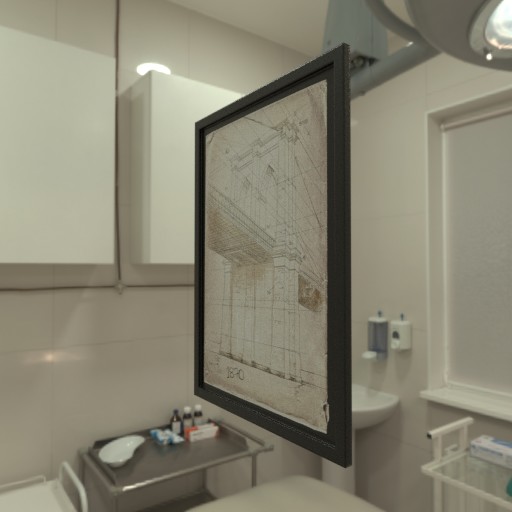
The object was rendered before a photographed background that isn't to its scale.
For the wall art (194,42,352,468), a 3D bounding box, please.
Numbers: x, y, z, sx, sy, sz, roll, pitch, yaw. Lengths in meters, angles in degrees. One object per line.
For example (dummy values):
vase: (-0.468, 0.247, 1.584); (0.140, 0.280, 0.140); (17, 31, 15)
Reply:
wall art: (0.000, 0.000, 0.881); (0.016, 0.657, 0.480); (1, -2, -36)
